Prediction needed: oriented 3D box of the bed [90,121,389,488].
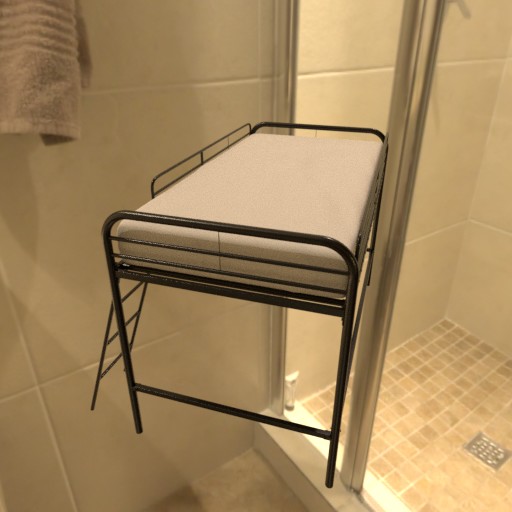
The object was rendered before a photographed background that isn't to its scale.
[{"bbox_3d":[0.000,0.000,2.809,1.393,1.289,1.968,8,29,16],"label":"bed"}]
